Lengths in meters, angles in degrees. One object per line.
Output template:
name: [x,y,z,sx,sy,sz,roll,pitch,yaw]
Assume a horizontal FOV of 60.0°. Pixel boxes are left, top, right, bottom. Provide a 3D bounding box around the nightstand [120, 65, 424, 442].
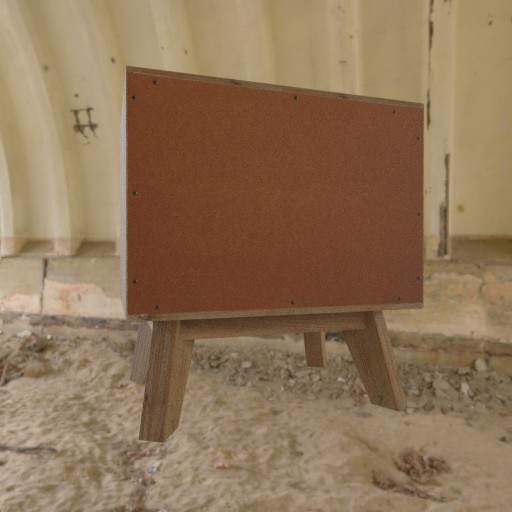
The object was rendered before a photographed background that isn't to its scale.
nightstand: [0.000,0.000,0.957,0.552,0.589,0.396,0,0,-18]
